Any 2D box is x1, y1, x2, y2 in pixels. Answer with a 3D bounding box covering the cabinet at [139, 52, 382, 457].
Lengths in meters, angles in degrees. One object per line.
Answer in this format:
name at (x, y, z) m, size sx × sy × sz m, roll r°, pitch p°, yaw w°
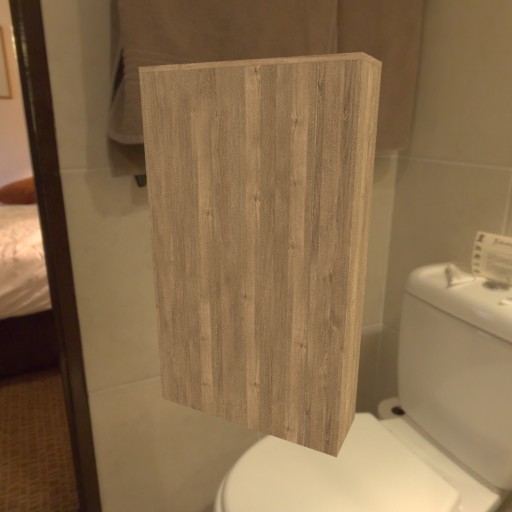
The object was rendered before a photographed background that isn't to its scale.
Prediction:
cabinet at (0.000, 0.000, 1.607) m, size 0.750 × 1.280 × 0.250 m, roll 8°, pitch 19°, yaw 26°
